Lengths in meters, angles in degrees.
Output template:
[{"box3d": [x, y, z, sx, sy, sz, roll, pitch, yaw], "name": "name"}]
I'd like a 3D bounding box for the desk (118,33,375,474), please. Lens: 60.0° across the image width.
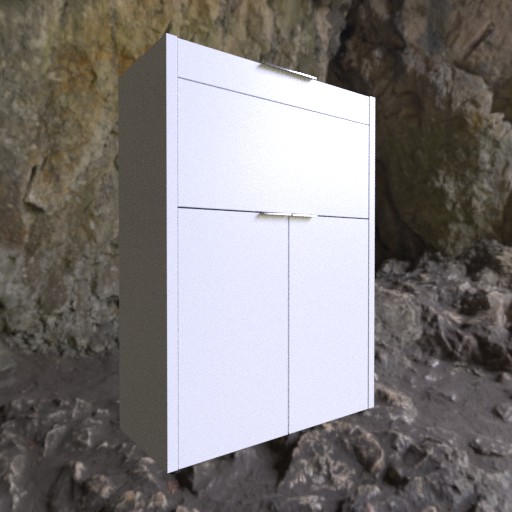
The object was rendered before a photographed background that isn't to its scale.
[{"box3d": [0.000, 0.000, 1.575, 0.850, 1.190, 0.390, -1, 1, -36], "name": "desk"}]
